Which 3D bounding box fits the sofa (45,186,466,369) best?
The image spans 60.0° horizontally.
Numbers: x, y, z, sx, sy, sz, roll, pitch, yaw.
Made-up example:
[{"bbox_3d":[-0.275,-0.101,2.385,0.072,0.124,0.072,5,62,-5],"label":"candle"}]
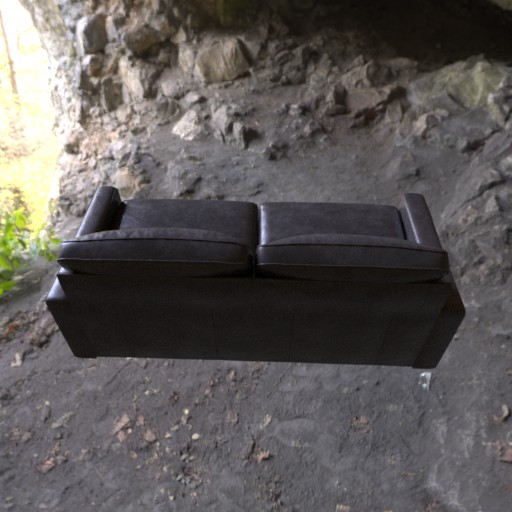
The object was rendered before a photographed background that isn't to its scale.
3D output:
[{"bbox_3d":[0.000,0.000,2.545,2.081,0.916,0.939,1,46,1],"label":"sofa"}]
